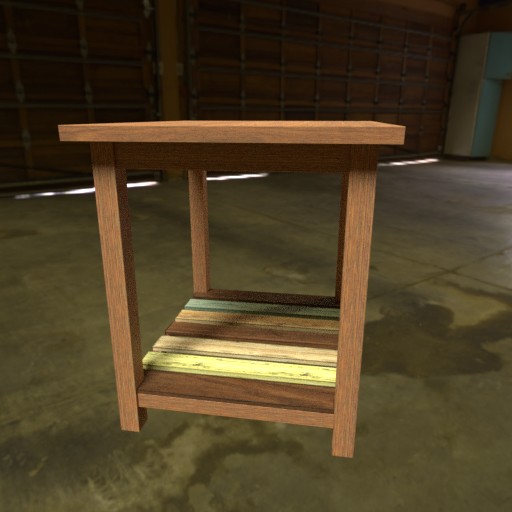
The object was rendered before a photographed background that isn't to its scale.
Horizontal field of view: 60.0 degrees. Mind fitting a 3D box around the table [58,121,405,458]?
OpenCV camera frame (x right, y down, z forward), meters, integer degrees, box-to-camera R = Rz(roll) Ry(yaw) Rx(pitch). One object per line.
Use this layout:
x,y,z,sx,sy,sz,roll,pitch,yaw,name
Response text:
0.000,0.000,1.102,0.559,0.635,0.660,3,18,9,table
